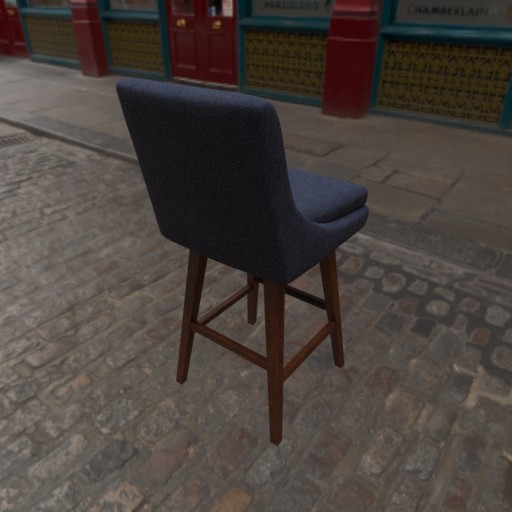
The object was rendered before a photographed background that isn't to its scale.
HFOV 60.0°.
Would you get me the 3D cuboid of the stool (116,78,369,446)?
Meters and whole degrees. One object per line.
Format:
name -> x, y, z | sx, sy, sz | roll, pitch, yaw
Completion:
stool -> 0.000, 0.000, 1.380 | 0.489, 1.068, 0.572 | 21, 36, 32
